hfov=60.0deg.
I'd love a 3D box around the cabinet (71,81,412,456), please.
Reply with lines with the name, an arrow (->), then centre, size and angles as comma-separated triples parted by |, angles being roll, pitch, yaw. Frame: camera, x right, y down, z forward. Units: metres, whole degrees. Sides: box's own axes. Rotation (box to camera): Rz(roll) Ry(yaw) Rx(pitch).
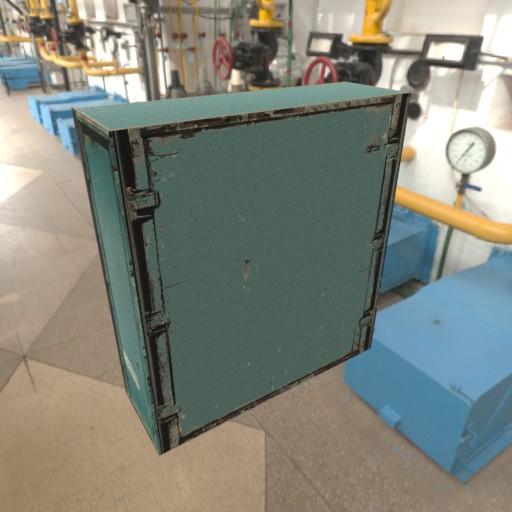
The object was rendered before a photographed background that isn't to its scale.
cabinet -> 0.000, 0.000, 3.198 | 2.000, 2.160, 0.680 | -17, 33, -29
